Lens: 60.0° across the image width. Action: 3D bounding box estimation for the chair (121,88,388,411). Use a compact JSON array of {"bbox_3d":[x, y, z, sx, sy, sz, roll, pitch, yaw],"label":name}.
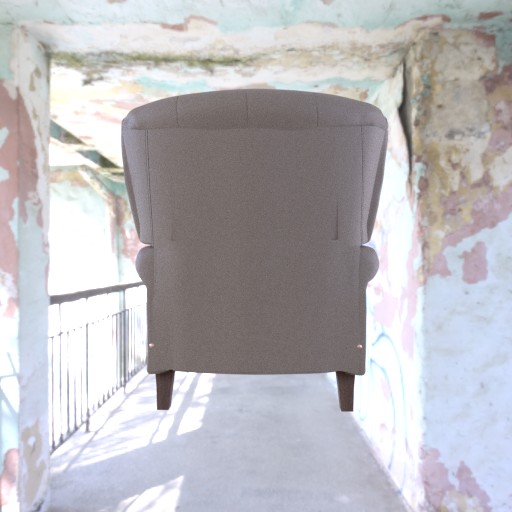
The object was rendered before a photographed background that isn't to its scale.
[{"bbox_3d":[0.000,0.000,1.925,0.999,1.138,1.041,0,0,2],"label":"chair"}]
